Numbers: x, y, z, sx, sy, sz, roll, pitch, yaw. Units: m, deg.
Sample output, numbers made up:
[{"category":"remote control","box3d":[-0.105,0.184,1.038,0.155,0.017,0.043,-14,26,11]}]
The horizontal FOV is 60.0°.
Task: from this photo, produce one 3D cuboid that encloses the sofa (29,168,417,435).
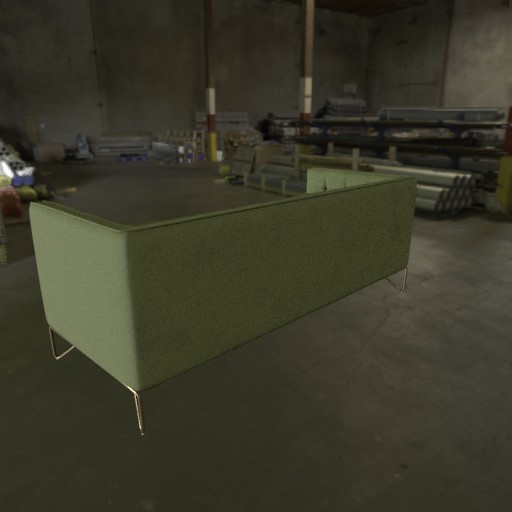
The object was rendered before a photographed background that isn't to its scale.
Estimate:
[{"category":"sofa","box3d":[0.000,0.000,2.502,2.087,0.789,0.867,-16,24,-42]}]
